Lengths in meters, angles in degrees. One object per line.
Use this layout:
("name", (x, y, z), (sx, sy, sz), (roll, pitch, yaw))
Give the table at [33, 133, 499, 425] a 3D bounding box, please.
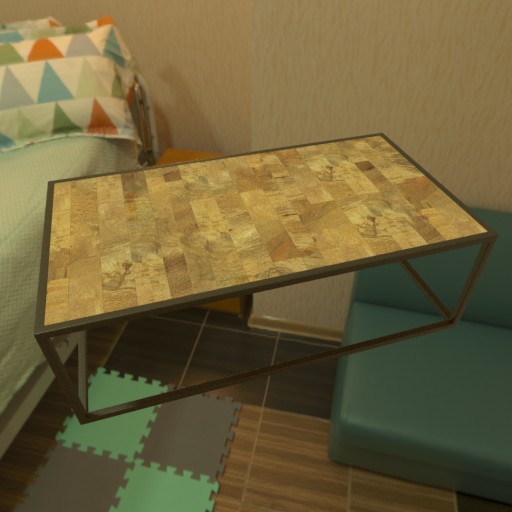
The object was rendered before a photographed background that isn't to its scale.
("table", (0.000, 0.000, 1.449), (1.199, 0.398, 0.649), (-11, 43, -13))
